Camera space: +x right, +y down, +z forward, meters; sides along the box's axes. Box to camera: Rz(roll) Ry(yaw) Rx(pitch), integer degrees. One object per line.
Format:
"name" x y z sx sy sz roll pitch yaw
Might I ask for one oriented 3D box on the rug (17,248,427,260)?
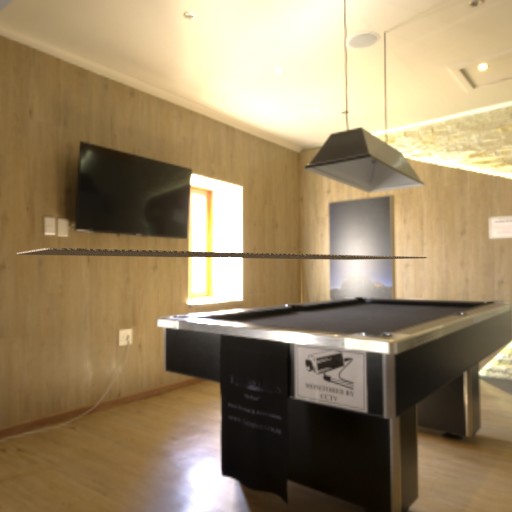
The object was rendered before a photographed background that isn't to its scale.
"rug" 0.000 0.000 2.475 2.286 0.008 0.686 1 -2 -36
